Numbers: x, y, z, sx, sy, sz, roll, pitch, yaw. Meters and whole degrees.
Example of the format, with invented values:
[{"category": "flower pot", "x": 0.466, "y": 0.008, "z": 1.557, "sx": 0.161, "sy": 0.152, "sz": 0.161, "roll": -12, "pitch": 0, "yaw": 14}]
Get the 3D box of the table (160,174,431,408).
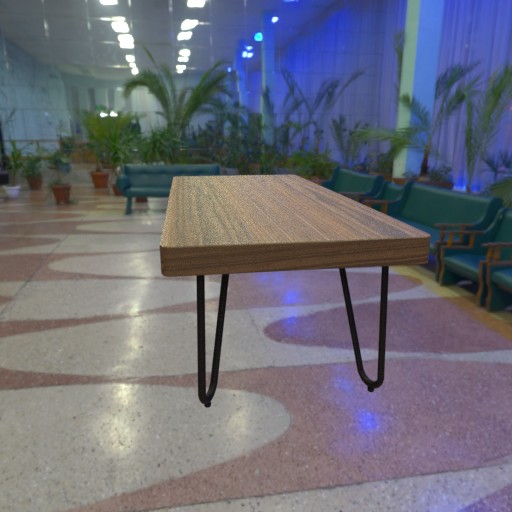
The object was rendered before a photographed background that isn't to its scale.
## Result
[{"category": "table", "x": 0.000, "y": 0.000, "z": 1.709, "sx": 0.637, "sy": 0.468, "sz": 1.375, "roll": -3, "pitch": 17, "yaw": -9}]
